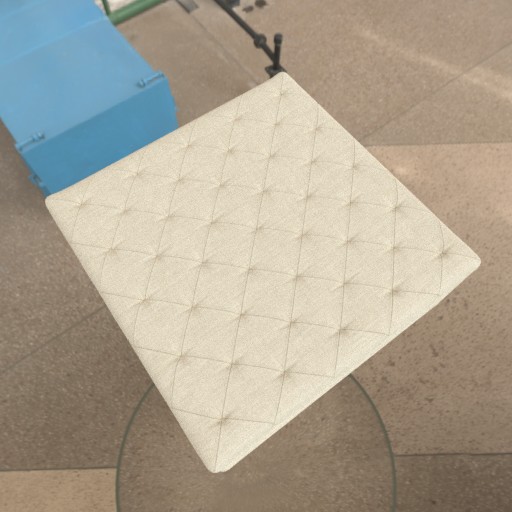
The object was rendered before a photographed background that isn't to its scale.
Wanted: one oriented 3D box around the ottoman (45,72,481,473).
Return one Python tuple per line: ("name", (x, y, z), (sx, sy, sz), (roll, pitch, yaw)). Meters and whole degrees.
("ottoman", (0.000, 0.000, 1.610), (1.028, 0.439, 1.028), (-33, 69, -15))
